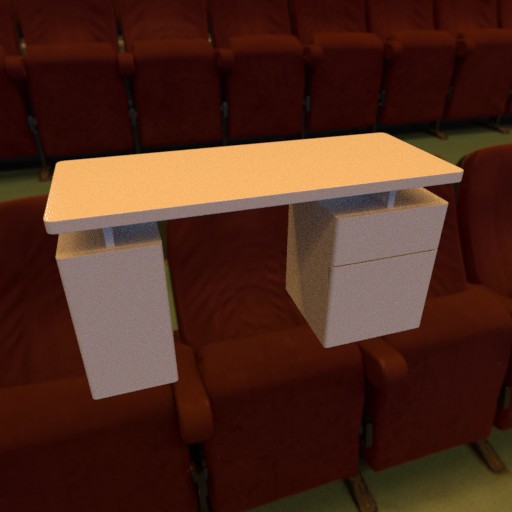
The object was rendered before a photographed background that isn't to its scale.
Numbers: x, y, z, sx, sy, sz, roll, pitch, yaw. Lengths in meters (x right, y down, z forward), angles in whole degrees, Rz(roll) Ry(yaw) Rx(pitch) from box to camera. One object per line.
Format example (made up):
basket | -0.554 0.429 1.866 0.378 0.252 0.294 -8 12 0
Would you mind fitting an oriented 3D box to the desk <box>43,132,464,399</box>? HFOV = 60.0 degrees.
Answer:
desk | 0.000 0.000 1.813 1.400 0.762 0.550 -9 31 -15
